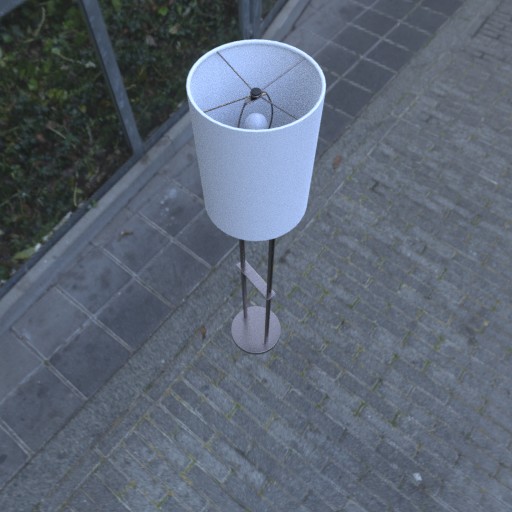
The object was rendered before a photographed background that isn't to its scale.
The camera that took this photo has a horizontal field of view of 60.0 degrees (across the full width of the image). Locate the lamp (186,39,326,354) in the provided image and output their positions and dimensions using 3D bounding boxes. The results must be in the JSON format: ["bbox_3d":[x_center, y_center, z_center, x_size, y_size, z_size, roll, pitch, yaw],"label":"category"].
[{"bbox_3d":[0.000,0.000,1.616,0.305,1.500,0.306,-35,65,-18],"label":"lamp"}]
